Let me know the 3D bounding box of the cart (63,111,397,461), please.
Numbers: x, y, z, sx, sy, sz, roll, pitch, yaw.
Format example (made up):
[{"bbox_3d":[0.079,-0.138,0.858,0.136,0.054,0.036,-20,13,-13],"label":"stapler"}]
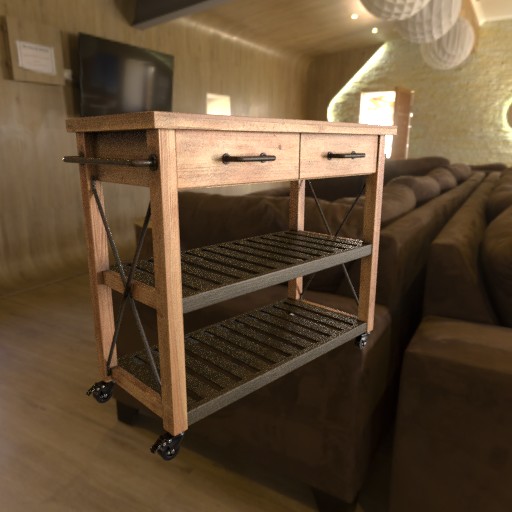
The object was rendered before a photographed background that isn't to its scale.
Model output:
[{"bbox_3d":[0.000,0.000,0.961,0.686,0.554,0.298,-14,19,-43],"label":"cart"}]
